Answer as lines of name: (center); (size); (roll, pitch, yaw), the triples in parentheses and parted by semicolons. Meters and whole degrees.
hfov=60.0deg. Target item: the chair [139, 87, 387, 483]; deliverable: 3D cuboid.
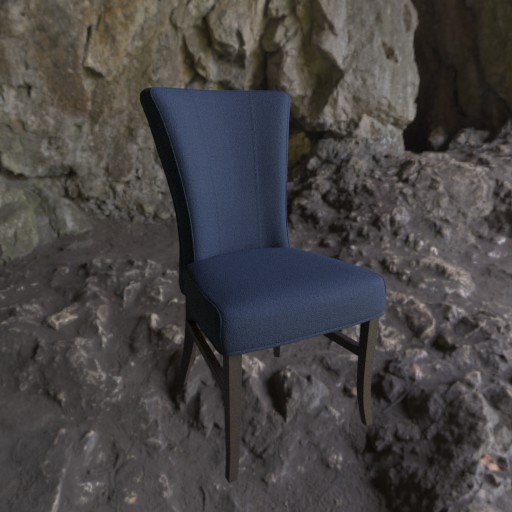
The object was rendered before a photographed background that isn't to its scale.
chair: (0.000, 0.000, 1.368); (0.520, 0.991, 0.660); (-9, 20, -27)
